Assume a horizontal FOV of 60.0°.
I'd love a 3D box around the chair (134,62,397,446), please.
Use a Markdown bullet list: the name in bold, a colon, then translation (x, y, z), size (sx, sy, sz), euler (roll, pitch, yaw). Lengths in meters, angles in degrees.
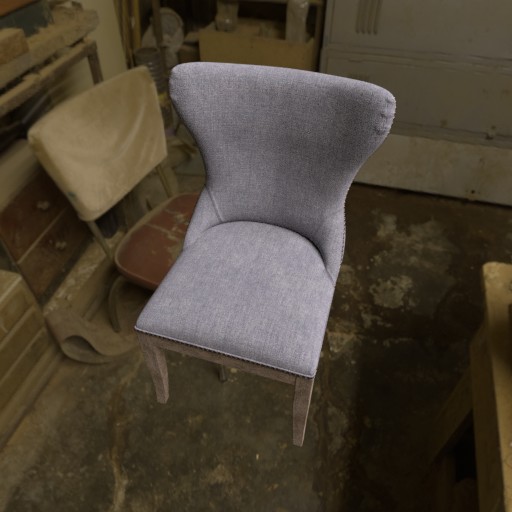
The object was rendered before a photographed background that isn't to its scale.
- **chair**: translation (0.000, 0.000, 1.423), size (0.654, 1.002, 0.681), euler (12, 45, 13)
